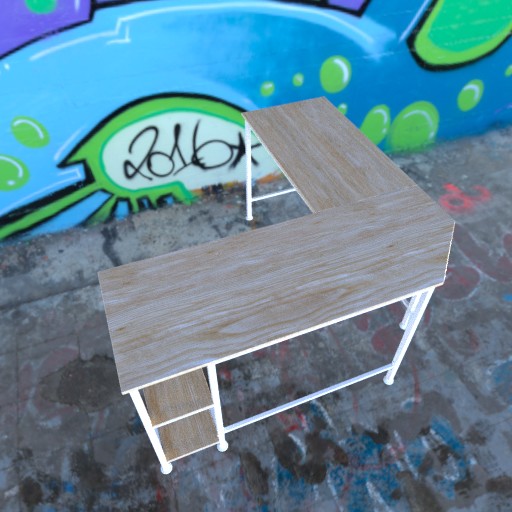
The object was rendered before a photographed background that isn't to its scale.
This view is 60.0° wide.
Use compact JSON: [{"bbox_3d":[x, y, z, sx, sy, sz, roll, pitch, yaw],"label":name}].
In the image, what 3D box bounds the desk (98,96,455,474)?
[{"bbox_3d":[0.000,0.000,2.161,1.379,0.739,1.379,-16,49,-15],"label":"desk"}]
